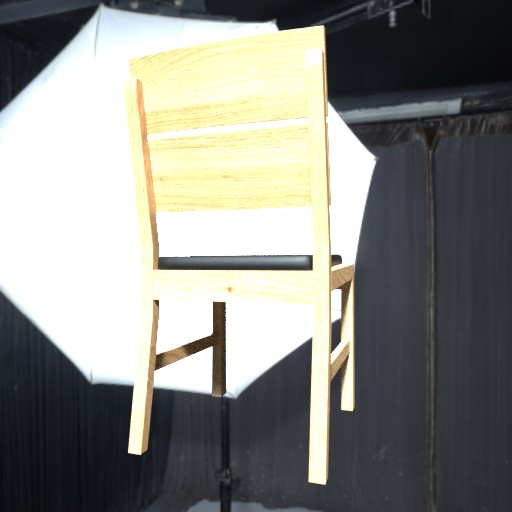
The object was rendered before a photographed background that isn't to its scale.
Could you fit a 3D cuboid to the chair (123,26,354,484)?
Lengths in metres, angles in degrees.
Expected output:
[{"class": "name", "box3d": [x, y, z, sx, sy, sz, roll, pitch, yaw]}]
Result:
[{"class": "chair", "box3d": [0.000, 0.000, 1.235, 0.475, 0.950, 0.569, 0, -1, 19]}]
